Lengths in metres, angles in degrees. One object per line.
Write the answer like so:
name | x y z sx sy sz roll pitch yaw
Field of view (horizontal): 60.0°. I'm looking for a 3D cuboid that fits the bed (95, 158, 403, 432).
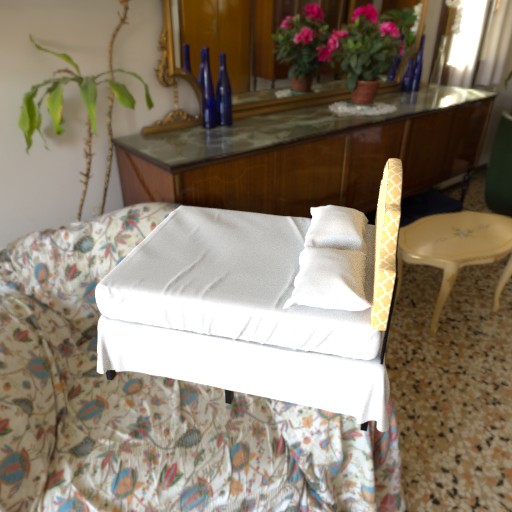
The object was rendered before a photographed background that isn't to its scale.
bed | 0.000 0.000 3.487 2.222 1.633 1.780 7 30 12
